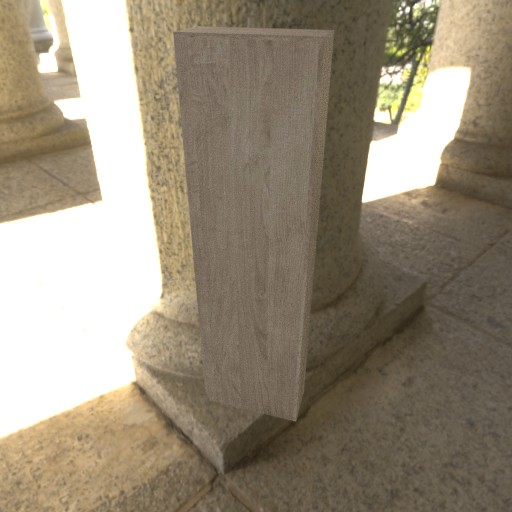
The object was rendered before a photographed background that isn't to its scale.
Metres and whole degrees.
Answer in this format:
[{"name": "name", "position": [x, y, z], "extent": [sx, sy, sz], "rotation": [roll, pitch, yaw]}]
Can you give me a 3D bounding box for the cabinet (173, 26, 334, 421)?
[{"name": "cabinet", "position": [0.000, 0.000, 1.966], "extent": [0.500, 1.790, 0.230], "rotation": [9, 33, 14]}]
